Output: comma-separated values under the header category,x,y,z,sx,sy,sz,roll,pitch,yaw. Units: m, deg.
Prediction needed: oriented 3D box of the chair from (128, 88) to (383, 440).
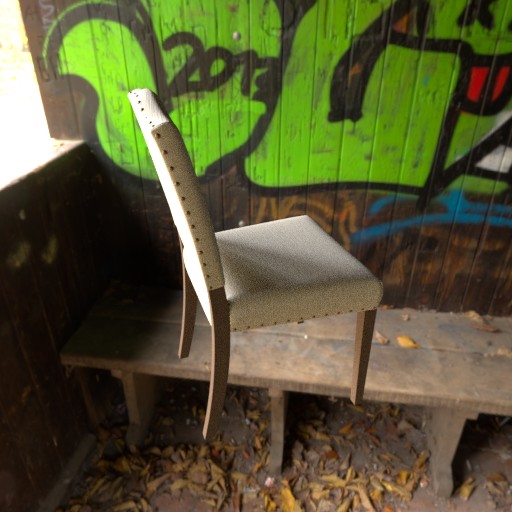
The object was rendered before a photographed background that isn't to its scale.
category,x,y,z,sx,sy,sz,roll,pitch,yaw
chair,0.000,0.000,1.384,0.619,1.015,0.508,-10,31,-17
